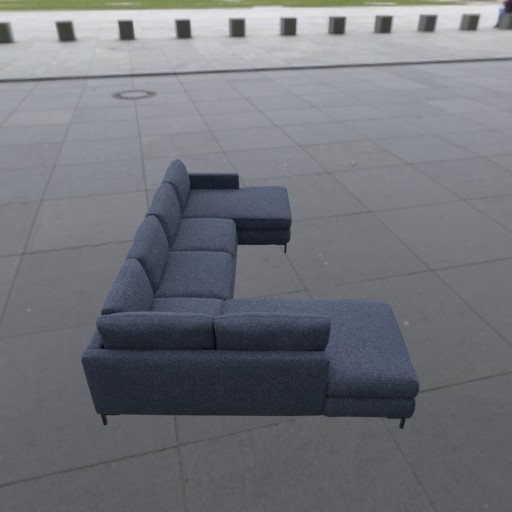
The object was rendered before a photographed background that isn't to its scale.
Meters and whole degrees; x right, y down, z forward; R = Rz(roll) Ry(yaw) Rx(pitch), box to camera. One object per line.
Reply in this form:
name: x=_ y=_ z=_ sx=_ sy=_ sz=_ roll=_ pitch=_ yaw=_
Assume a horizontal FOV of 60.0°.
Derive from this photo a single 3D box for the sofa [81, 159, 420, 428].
sofa: x=0.000 y=0.000 z=3.869 sx=2.007 sy=0.813 sz=2.956 roll=0 pitch=32 yaw=0
